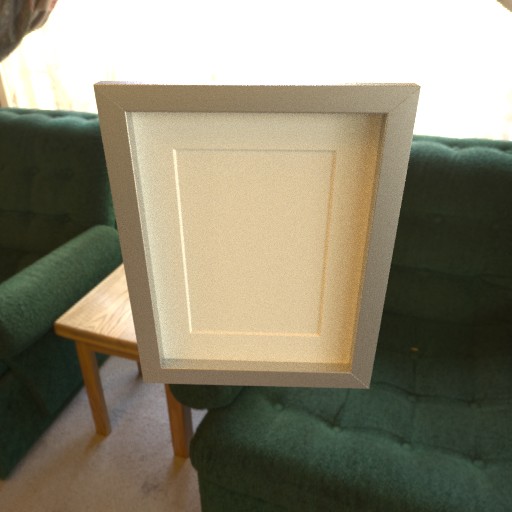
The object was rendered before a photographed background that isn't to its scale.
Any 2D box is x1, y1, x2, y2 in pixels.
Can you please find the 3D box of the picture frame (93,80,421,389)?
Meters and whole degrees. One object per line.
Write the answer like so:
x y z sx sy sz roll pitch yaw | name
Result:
0.000 0.000 0.524 0.307 0.386 0.036 1 30 2 | picture frame
